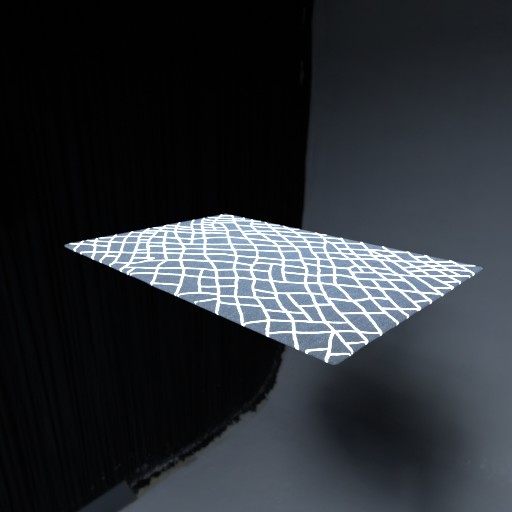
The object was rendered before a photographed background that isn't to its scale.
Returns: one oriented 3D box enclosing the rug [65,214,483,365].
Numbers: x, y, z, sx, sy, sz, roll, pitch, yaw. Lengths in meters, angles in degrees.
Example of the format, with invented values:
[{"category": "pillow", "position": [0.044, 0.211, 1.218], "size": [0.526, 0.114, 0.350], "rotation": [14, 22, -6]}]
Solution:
[{"category": "rug", "position": [0.000, 0.000, 2.295], "size": [1.830, 0.013, 1.223], "rotation": [16, 23, 42]}]
